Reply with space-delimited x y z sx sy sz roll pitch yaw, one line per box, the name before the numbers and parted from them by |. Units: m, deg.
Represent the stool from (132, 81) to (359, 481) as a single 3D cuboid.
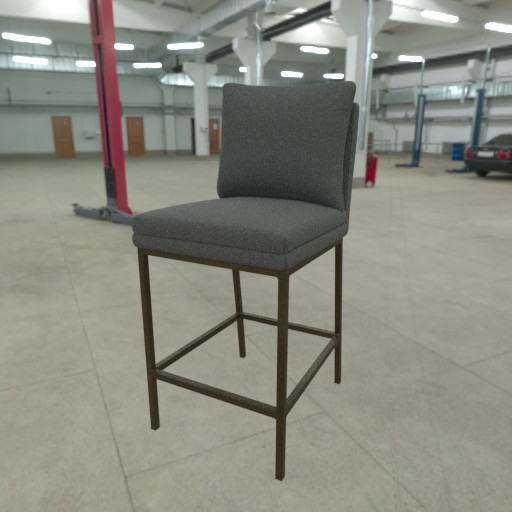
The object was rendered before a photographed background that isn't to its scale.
stool | 0.000 0.000 1.344 0.463 1.030 0.569 8 18 27
